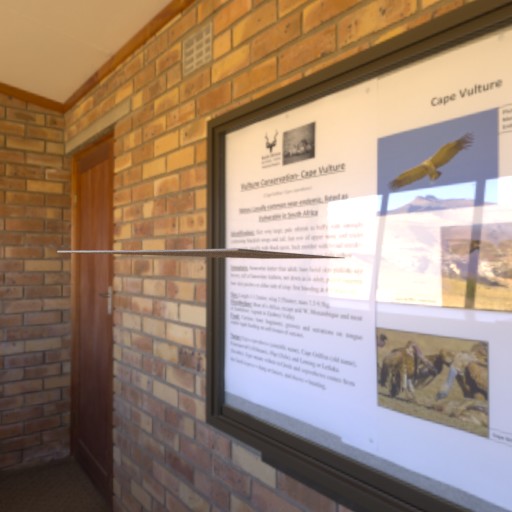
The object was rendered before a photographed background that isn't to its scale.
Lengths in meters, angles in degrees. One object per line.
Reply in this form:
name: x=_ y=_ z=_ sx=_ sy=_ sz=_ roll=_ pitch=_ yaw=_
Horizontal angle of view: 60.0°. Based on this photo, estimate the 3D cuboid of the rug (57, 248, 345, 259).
rug: x=0.000 y=0.000 z=2.503 sx=0.684 sy=0.009 sz=2.275 roll=0 pitch=-1 yaw=19
